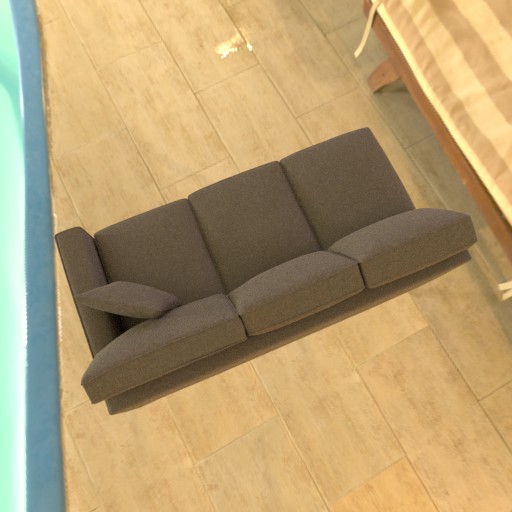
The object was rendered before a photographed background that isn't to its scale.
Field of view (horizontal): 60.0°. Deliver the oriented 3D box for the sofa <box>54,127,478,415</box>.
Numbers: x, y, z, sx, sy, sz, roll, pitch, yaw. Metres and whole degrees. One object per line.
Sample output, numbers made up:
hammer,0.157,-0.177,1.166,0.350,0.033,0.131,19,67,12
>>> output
sofa,0.000,0.000,2.522,1.963,0.946,1.034,-22,76,-6
